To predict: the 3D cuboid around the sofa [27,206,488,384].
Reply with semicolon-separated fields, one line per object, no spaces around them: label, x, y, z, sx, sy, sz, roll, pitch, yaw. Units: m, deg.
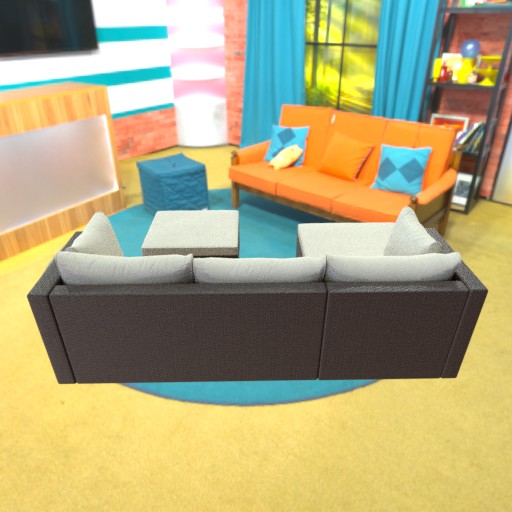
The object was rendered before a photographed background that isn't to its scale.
sofa;0.000;0.000;2.914;2.192;0.766;1.612;-1;29;-1
